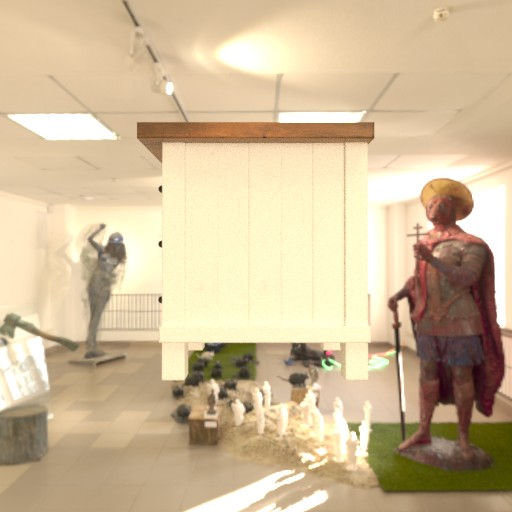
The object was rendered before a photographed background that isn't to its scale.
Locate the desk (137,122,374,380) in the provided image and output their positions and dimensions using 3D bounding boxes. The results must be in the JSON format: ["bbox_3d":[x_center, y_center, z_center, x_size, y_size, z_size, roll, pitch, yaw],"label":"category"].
[{"bbox_3d":[0.000,0.000,2.184,0.688,0.760,1.803,0,-1,0],"label":"desk"}]
